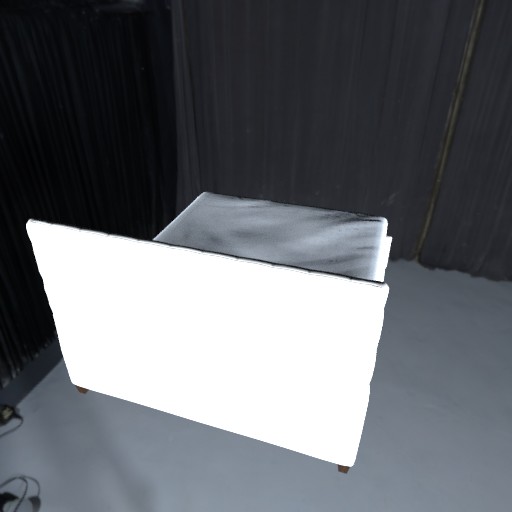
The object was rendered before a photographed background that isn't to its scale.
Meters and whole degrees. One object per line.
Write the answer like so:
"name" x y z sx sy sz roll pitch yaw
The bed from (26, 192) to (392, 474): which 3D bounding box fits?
"bed" 0.000 0.000 3.597 2.078 1.427 2.387 10 33 16
